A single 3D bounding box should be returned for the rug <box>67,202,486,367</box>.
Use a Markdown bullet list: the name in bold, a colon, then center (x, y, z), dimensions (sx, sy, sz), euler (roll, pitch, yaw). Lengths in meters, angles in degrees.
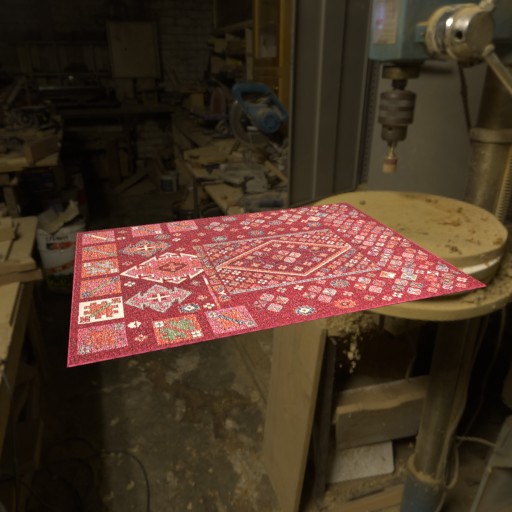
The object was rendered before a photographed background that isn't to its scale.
- **rug**: center (0.000, 0.000, 2.831), dimensions (2.184, 0.007, 1.579), euler (-8, 26, -17)
